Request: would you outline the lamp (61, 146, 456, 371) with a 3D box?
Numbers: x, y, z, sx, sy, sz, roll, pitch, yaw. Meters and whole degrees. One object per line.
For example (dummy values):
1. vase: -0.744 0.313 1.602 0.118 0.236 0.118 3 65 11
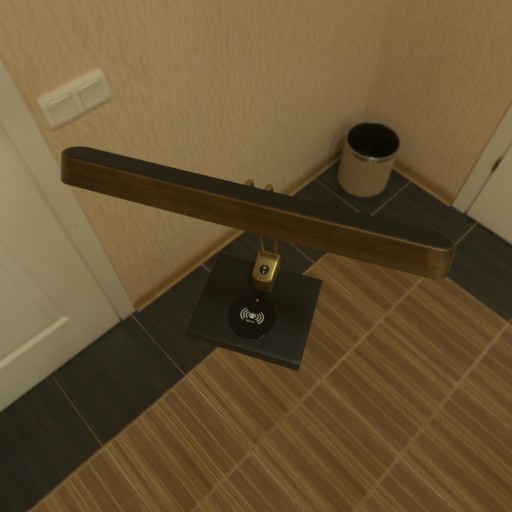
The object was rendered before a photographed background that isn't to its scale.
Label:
1. lamp: 0.000 0.000 0.594 0.412 0.345 0.156 15 59 9
